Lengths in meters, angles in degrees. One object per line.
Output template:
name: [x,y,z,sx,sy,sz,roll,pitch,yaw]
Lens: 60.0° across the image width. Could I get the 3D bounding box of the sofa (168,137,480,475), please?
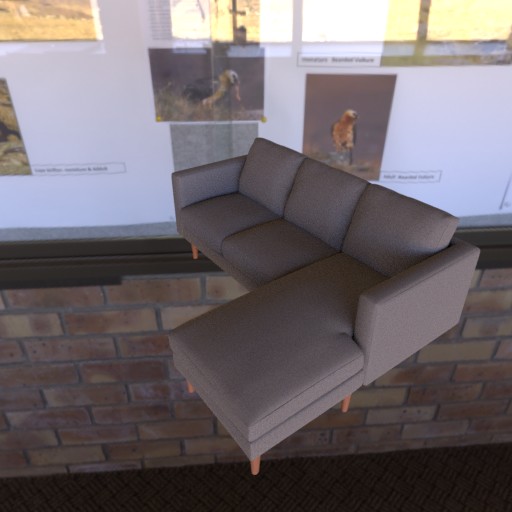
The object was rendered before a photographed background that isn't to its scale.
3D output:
sofa: [0.000,0.000,2.842,1.591,0.897,2.031,-21,38,-30]
